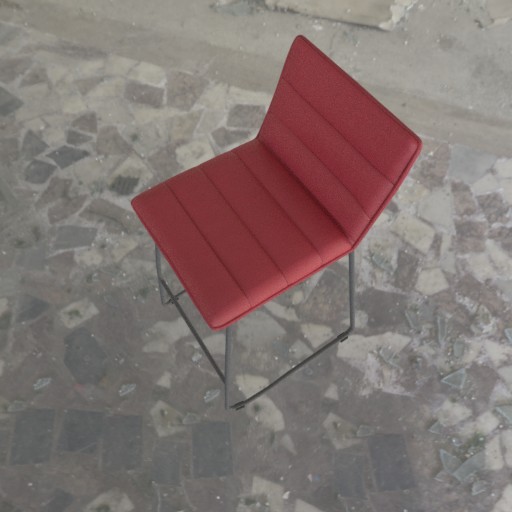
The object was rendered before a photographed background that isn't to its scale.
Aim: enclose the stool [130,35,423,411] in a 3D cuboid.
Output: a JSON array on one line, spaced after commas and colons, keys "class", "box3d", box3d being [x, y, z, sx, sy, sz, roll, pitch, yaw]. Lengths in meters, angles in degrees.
[{"class": "stool", "box3d": [0.000, 0.000, 1.211, 0.524, 0.937, 0.489, -30, 65, -16]}]
